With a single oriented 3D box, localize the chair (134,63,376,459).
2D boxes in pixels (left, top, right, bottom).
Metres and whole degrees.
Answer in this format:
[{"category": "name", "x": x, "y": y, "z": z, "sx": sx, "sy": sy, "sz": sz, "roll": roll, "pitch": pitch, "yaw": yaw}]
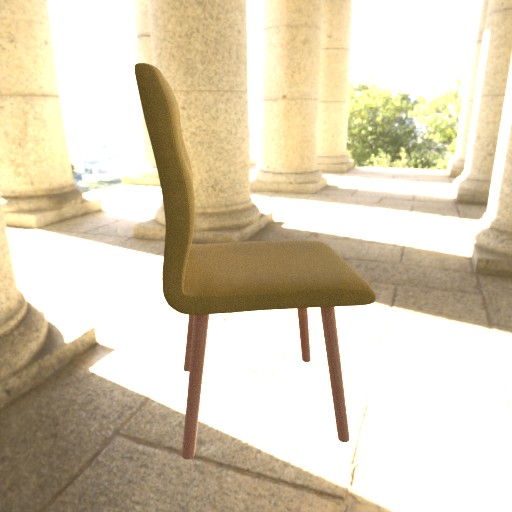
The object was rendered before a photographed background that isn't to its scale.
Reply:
[{"category": "chair", "x": 0.000, "y": 0.000, "z": 1.260, "sx": 0.550, "sy": 0.965, "sz": 0.450, "roll": -3, "pitch": 18, "yaw": -8}]
